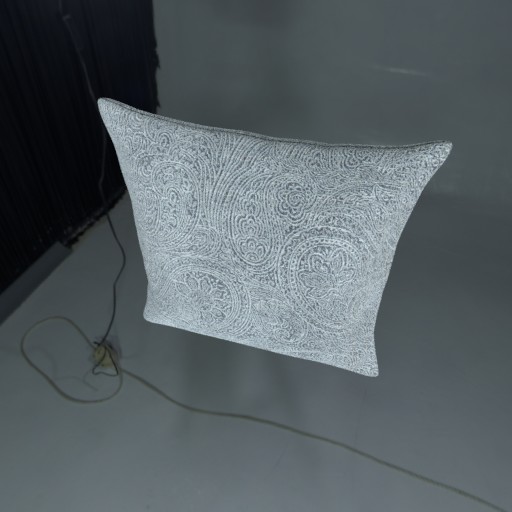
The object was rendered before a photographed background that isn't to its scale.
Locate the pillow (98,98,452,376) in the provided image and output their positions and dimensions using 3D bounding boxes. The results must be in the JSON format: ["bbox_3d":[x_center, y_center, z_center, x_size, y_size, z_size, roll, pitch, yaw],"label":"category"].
[{"bbox_3d":[0.000,0.000,0.787,0.523,0.510,0.166,11,43,12],"label":"pillow"}]
